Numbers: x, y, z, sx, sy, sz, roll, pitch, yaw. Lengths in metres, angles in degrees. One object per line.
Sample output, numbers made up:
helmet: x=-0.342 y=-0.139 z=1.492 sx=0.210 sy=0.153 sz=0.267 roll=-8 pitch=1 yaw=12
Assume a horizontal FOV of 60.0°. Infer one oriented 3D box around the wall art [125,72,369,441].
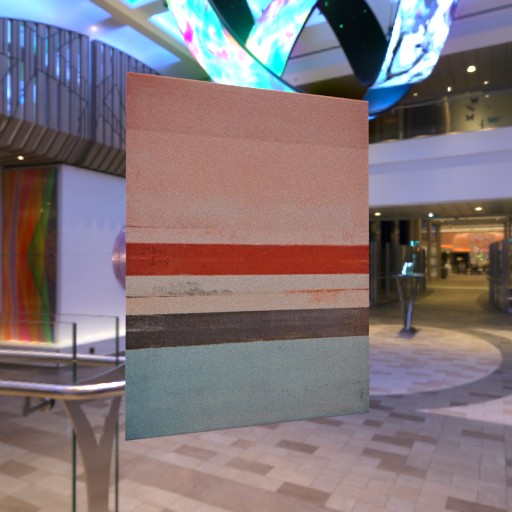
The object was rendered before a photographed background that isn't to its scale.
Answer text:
wall art: x=0.000 y=0.000 z=1.351 sx=0.761 sy=1.016 sz=0.039 roll=0 pitch=-1 yaw=-17
